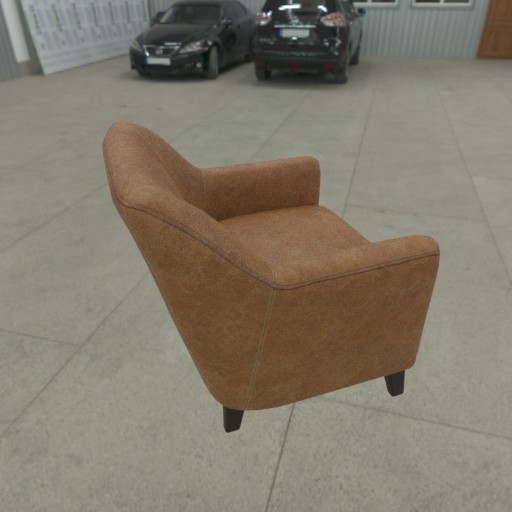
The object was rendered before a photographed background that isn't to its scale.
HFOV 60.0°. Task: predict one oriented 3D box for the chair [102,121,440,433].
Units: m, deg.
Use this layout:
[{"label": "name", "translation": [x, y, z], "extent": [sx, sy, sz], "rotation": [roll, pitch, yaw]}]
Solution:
[{"label": "chair", "translation": [0.000, 0.000, 1.807], "extent": [1.034, 0.980, 1.037], "rotation": [-10, 32, -17]}]
